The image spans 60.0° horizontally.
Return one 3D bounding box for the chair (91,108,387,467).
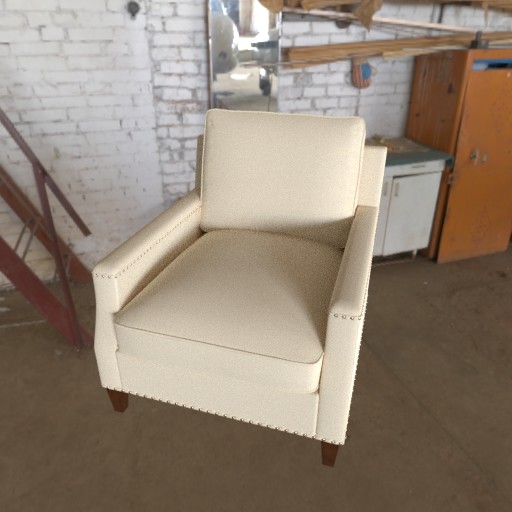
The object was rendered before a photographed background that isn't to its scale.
[{"bbox_3d":[0.000,0.000,1.688,0.853,0.943,1.014,8,28,15],"label":"chair"}]
